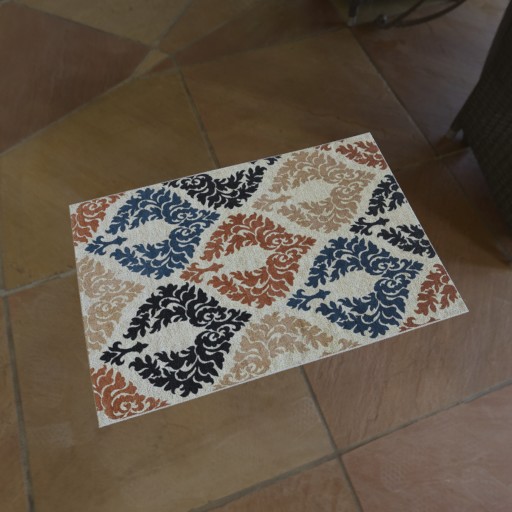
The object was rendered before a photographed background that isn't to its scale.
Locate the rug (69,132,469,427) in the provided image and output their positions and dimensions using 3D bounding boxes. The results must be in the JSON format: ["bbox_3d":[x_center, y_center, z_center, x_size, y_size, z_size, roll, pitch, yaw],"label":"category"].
[{"bbox_3d":[0.000,0.000,2.897,2.275,0.014,1.514,-15,64,-8],"label":"rug"}]
